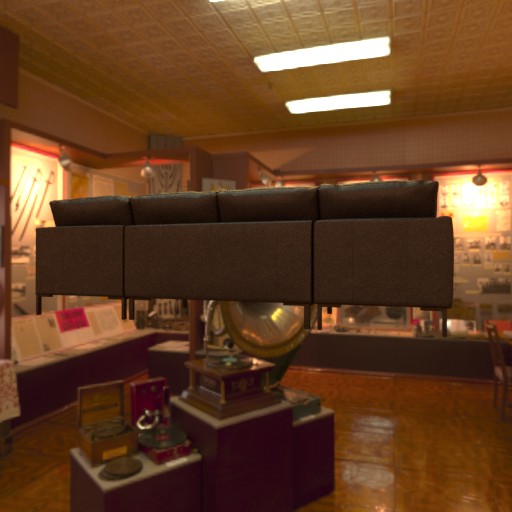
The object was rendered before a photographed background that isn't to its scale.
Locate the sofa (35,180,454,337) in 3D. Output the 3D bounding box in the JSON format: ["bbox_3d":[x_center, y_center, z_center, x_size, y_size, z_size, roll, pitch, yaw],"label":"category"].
[{"bbox_3d":[0.000,0.000,3.787,2.956,0.900,1.939,0,0,19],"label":"sofa"}]
